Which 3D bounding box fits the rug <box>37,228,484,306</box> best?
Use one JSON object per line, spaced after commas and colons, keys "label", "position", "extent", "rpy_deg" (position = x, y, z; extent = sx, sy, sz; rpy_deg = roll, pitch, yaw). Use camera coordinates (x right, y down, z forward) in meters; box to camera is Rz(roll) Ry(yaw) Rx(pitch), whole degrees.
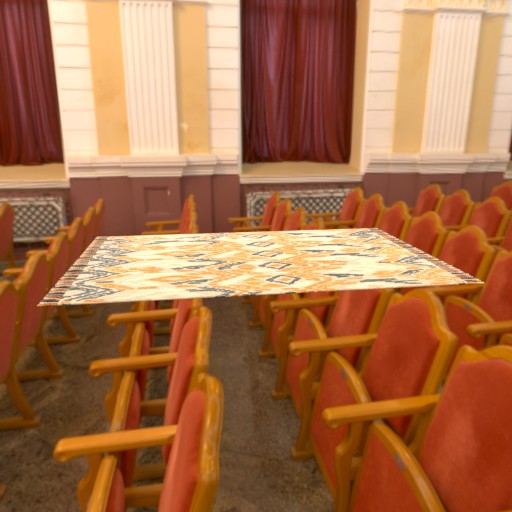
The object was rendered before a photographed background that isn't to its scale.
{"label": "rug", "position": [0.000, 0.000, 3.093], "extent": [2.428, 0.010, 1.533], "rpy_deg": [-2, 16, -8]}
